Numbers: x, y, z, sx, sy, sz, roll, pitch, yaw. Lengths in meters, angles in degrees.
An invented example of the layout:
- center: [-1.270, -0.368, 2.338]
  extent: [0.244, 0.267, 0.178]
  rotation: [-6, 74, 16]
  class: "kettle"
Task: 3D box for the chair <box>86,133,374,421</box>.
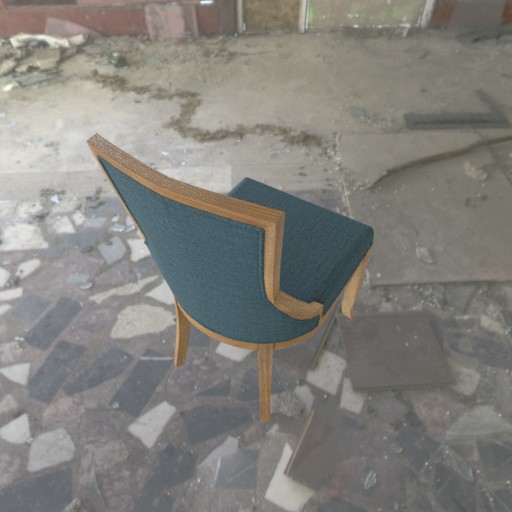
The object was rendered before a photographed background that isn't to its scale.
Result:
- center: [0.000, 0.000, 1.328]
  extent: [0.524, 0.947, 0.641]
  rotation: [25, 52, 22]
  class: "chair"
